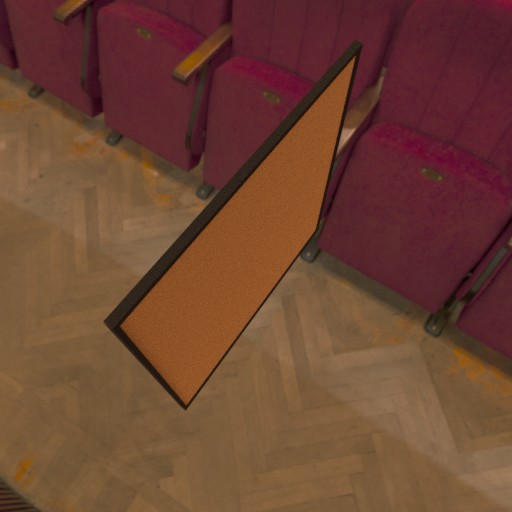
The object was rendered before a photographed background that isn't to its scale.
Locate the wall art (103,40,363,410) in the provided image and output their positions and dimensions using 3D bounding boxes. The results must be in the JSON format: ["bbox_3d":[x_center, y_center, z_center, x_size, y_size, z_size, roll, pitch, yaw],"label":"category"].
[{"bbox_3d":[0.000,0.000,0.678,0.013,0.457,0.458,32,67,15],"label":"wall art"}]
